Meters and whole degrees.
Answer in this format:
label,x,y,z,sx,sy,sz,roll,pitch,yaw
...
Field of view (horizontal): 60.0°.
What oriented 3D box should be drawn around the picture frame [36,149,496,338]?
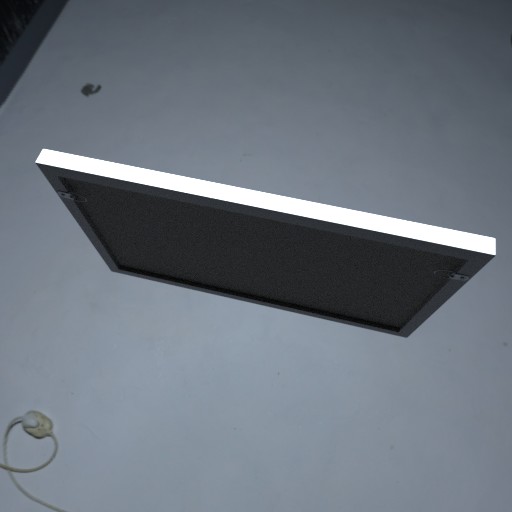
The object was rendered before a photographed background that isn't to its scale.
label,x,y,z,sx,sy,sz,roll,pitch,yaw
picture frame,0.000,0.000,0.783,0.647,0.379,0.044,12,64,6
